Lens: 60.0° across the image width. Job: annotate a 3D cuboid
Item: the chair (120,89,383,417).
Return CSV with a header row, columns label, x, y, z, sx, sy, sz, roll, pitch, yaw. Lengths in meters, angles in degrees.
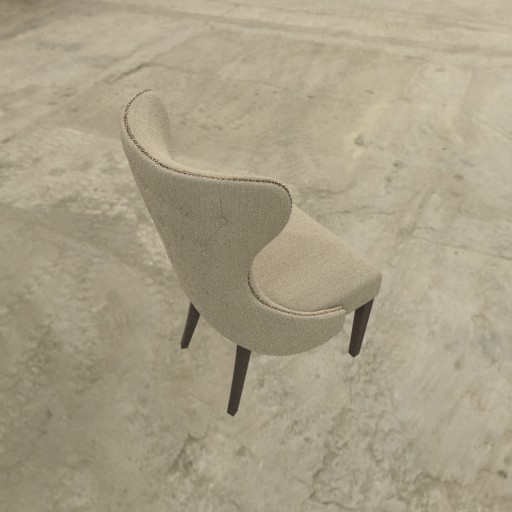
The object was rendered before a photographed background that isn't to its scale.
label,x,y,z,sx,sy,sz,roll,pitch,yaw
chair,0.000,0.000,1.401,0.635,0.967,0.628,-26,48,-26
